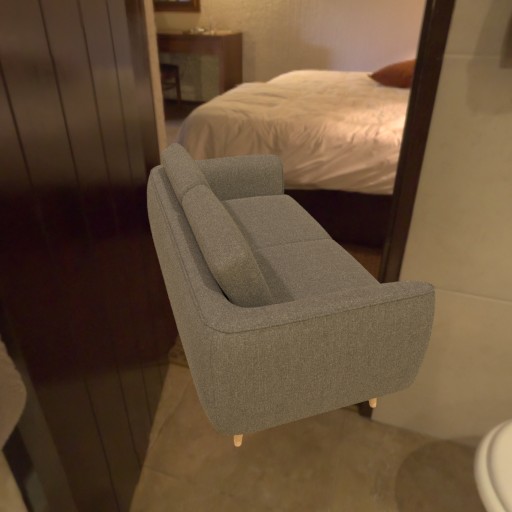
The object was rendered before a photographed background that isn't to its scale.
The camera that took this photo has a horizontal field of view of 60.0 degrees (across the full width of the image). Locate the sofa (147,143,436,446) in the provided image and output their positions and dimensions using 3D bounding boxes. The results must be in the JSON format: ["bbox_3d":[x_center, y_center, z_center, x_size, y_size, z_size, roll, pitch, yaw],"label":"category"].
[{"bbox_3d":[0.000,0.000,2.231,0.920,0.870,1.700,-10,32,-16],"label":"sofa"}]
